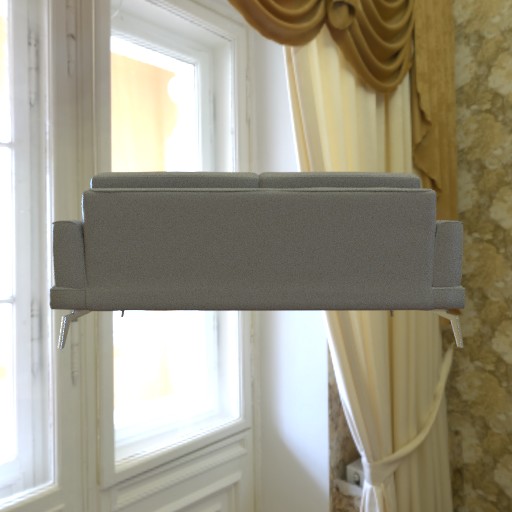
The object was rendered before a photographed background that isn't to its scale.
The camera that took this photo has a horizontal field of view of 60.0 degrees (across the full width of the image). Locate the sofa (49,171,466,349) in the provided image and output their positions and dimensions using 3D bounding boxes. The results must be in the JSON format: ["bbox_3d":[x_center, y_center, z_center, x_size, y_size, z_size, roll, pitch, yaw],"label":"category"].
[{"bbox_3d":[0.000,0.000,2.776,2.177,0.930,1.121,0,1,-1],"label":"sofa"}]
